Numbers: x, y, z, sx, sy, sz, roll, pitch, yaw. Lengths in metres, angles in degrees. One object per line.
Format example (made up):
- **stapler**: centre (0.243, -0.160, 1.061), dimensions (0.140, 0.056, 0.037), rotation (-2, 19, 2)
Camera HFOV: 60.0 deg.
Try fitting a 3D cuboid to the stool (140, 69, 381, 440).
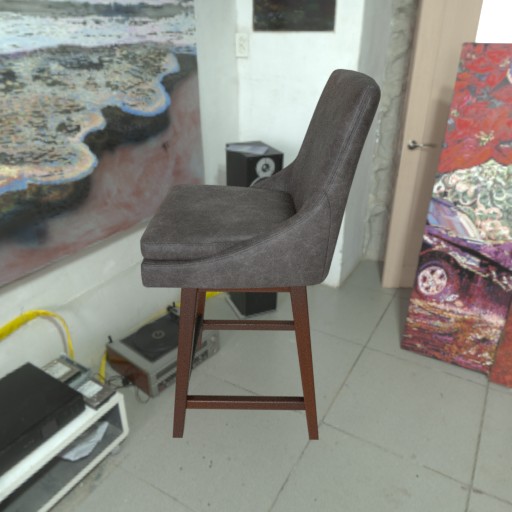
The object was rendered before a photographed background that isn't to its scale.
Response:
- **stool**: centre (0.000, 0.000, 1.368), dimensions (0.587, 1.046, 0.492), rotation (0, 27, 1)
